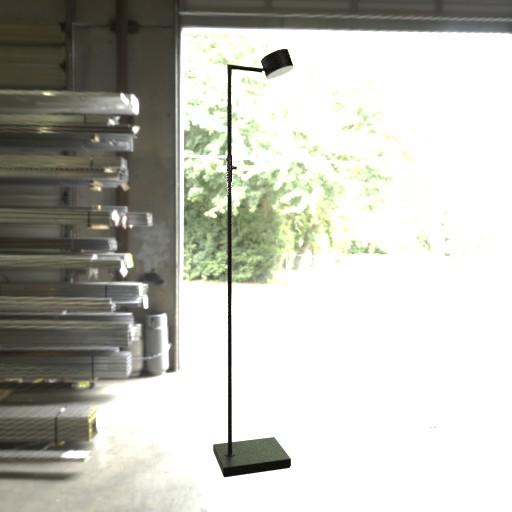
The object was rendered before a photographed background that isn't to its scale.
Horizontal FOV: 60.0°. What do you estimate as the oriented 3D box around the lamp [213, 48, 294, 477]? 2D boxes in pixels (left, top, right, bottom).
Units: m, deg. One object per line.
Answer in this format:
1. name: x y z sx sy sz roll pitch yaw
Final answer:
1. lamp: 0.000 0.000 1.722 0.304 1.600 0.203 0 1 -16
